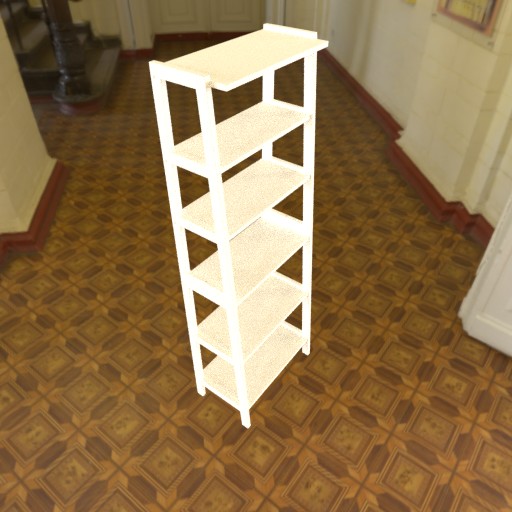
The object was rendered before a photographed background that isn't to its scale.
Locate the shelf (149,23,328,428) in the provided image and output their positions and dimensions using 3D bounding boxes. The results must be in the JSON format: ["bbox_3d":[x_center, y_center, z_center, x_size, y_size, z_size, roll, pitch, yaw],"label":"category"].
[{"bbox_3d":[0.000,0.000,2.160,0.381,1.892,0.660,26,46,27],"label":"shelf"}]
